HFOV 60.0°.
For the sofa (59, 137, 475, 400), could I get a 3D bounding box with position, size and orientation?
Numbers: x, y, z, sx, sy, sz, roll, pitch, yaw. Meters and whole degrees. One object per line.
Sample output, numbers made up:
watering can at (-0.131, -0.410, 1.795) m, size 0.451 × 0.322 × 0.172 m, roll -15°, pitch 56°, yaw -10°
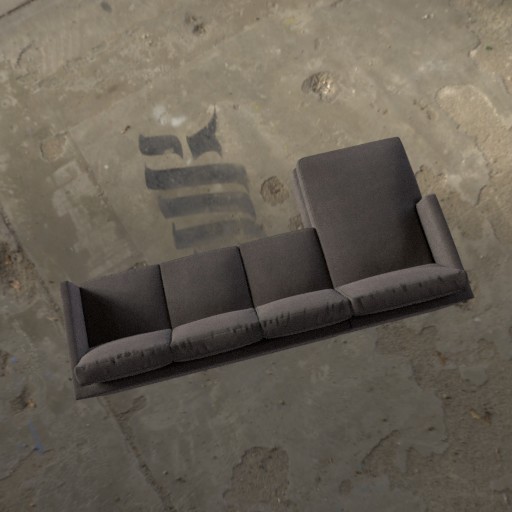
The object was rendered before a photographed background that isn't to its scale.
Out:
sofa at (0.000, 0.000, 3.850) m, size 3.205 × 0.922 × 1.650 m, roll -14°, pitch 76°, yaw -3°
